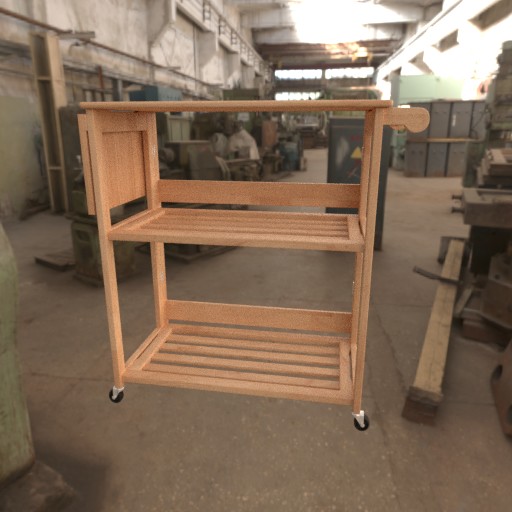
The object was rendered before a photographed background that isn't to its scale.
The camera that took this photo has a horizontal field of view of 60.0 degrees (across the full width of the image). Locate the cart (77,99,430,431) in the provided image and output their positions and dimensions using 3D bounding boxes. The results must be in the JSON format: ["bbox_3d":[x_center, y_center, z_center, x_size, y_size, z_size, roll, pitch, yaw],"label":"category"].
[{"bbox_3d":[0.000,0.000,1.355,0.853,0.879,0.432,3,17,10],"label":"cart"}]
